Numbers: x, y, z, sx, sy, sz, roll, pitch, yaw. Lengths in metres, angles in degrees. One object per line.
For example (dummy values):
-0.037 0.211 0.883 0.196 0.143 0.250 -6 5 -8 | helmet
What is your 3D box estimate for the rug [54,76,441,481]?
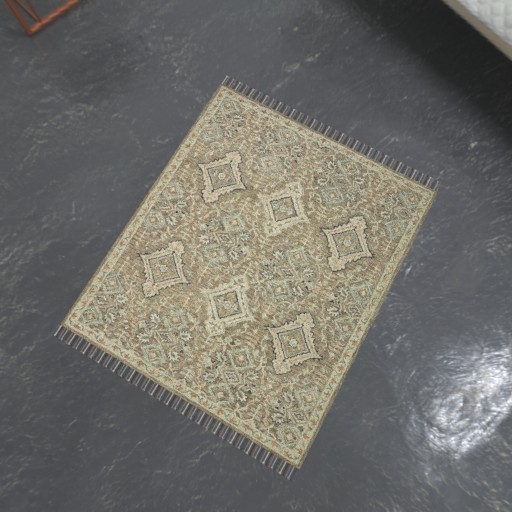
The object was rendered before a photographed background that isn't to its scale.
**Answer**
0.000 0.000 4.137 2.437 0.010 3.056 29 78 7 | rug
